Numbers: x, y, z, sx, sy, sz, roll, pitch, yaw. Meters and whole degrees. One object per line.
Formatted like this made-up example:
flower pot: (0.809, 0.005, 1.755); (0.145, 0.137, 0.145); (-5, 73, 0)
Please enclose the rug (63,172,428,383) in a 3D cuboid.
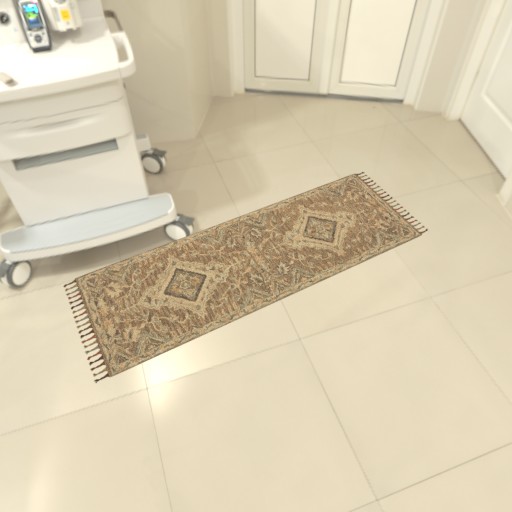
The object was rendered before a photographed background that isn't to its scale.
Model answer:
rug: (0.000, 0.000, 2.837); (2.378, 0.018, 1.324); (-10, 50, -8)
